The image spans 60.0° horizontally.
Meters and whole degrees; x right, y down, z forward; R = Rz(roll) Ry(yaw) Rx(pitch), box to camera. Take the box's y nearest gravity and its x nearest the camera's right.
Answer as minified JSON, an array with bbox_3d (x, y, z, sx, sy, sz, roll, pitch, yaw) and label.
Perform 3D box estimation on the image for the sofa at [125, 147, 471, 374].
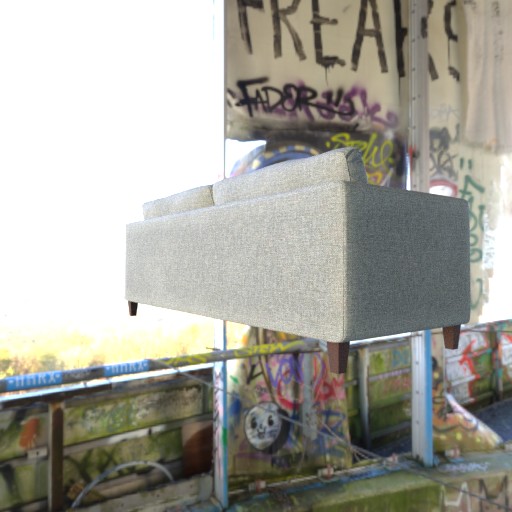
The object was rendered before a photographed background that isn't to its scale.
[{"bbox_3d":[0.000,0.000,2.913,0.948,0.951,2.434,1,-1,-36],"label":"sofa"}]
